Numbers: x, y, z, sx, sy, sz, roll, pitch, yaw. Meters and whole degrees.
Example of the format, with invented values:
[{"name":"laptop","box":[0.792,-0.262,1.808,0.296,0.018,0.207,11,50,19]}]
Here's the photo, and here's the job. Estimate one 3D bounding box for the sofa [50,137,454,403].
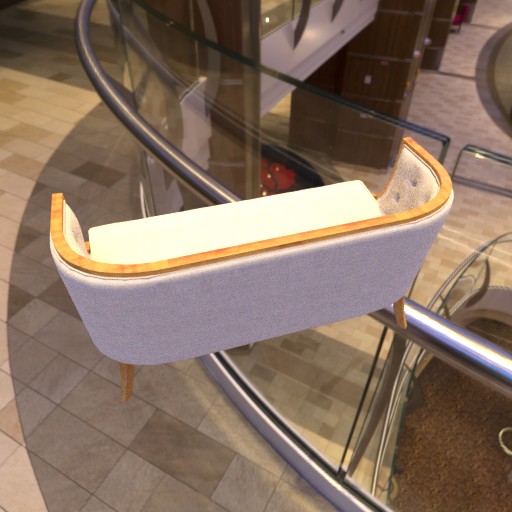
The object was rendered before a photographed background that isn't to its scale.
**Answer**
[{"name":"sofa","box":[0.000,0.000,1.909,1.474,0.775,0.770,-12,44,-12]}]
